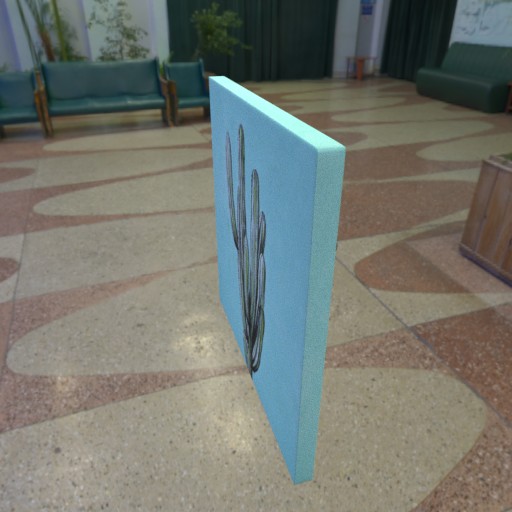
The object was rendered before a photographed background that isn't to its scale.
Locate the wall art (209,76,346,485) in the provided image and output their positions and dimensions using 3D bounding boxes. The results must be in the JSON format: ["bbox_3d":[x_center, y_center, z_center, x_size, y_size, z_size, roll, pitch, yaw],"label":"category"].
[{"bbox_3d":[0.000,0.000,1.134,0.054,0.766,0.765,-9,31,-15],"label":"wall art"}]
